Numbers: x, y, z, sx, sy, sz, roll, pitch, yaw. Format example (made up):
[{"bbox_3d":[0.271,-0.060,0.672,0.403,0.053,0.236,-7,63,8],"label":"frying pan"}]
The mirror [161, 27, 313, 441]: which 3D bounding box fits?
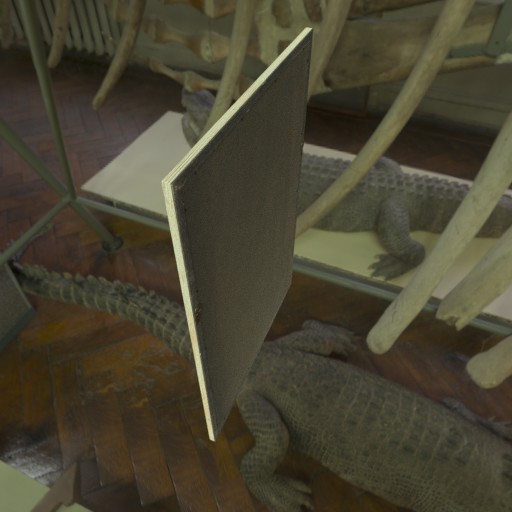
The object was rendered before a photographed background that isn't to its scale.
[{"bbox_3d":[0.000,0.000,1.258,0.025,0.996,0.705,17,48,16],"label":"mirror"}]
